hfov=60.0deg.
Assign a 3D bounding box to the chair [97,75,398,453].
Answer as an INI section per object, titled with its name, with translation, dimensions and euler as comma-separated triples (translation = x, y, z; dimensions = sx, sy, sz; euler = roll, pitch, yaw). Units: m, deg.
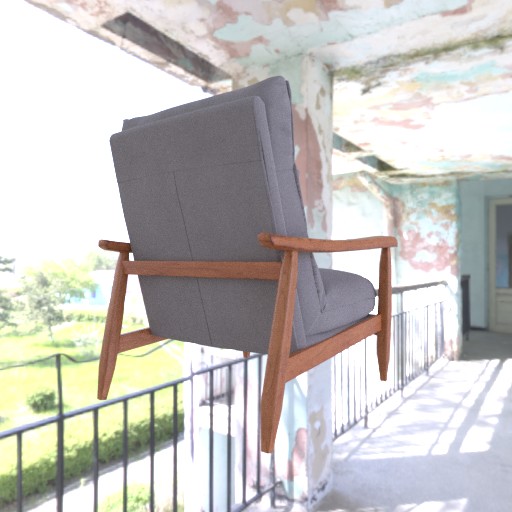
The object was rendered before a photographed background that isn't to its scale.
[chair]
translation = 0.000, 0.000, 1.541
dimensions = 0.782, 0.922, 0.816
euler = 0, 0, 36
